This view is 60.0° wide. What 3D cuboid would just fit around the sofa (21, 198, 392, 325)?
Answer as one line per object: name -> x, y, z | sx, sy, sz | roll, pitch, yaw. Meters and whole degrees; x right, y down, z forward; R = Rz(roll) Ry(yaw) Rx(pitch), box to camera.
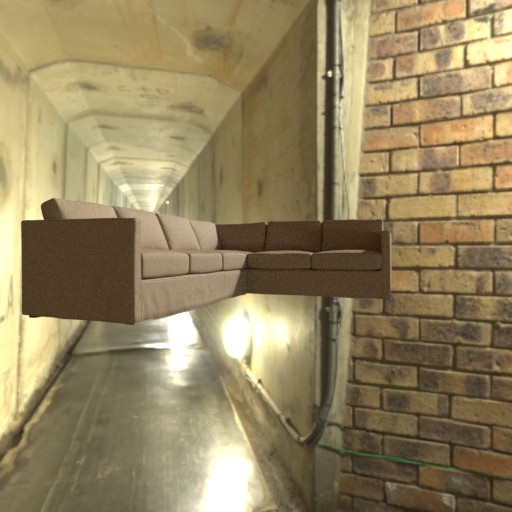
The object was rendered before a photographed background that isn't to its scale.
sofa -> 0.000, 0.000, 4.213 | 2.432, 0.871, 3.182 | 0, 0, 18
